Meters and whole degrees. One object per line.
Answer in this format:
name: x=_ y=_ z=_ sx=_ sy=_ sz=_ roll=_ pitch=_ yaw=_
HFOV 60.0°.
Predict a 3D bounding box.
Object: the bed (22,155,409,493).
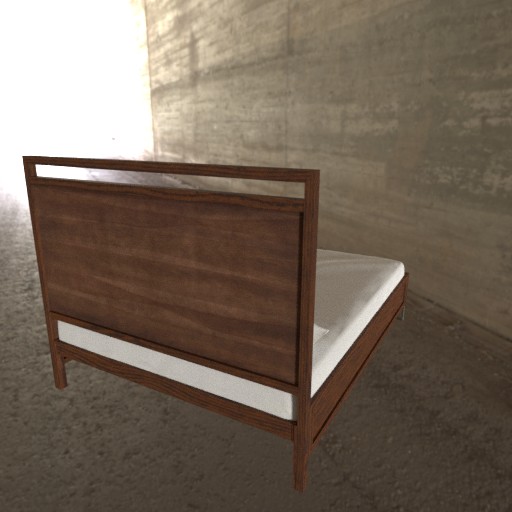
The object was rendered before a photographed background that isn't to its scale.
bed: x=0.000 y=0.000 z=3.201 sx=1.765 sy=1.487 sz=2.218 roll=9 pitch=19 yaw=28
